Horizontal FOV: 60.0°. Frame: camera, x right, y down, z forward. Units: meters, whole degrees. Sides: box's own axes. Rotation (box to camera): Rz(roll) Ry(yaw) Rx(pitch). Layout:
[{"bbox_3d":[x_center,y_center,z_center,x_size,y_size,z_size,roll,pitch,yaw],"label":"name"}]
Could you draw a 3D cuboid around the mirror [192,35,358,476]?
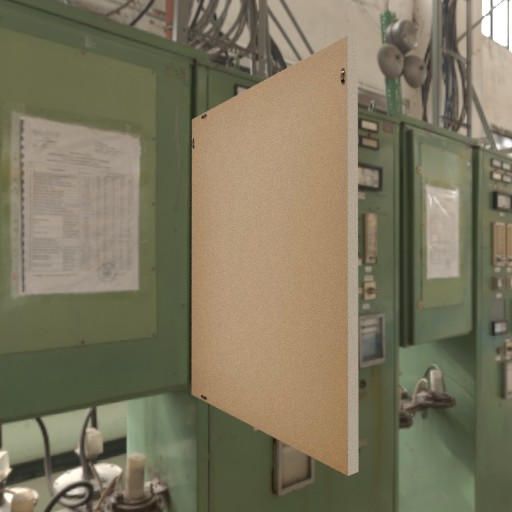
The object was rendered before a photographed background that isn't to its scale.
[{"bbox_3d":[0.000,0.000,1.339,0.041,1.016,0.762,0,-1,-36],"label":"mirror"}]
